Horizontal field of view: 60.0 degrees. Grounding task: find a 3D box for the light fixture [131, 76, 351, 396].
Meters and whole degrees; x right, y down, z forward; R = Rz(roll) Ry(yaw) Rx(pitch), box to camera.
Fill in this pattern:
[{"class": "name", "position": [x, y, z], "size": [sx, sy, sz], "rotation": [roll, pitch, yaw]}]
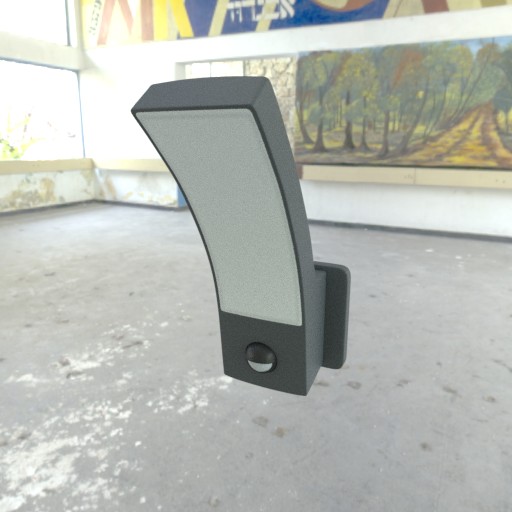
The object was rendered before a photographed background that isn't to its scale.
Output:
[{"class": "light fixture", "position": [0.000, 0.000, 0.342], "size": [0.108, 0.243, 0.174], "rotation": [7, 16, 26]}]
